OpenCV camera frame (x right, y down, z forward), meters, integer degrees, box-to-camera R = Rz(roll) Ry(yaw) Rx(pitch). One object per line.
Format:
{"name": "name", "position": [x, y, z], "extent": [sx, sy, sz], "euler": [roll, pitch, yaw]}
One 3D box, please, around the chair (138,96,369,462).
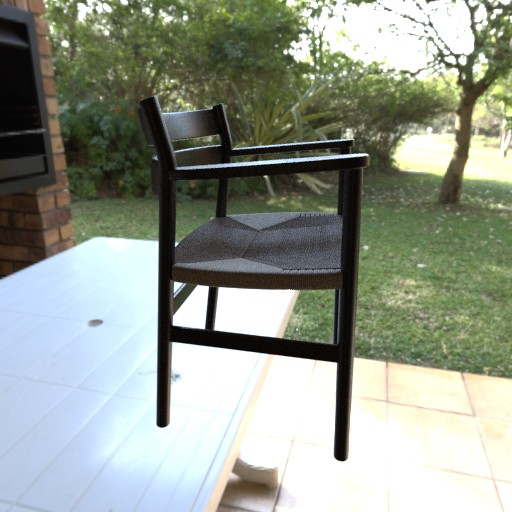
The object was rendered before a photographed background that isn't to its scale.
{"name": "chair", "position": [0.000, 0.000, 1.168], "extent": [0.508, 0.775, 0.630], "euler": [3, 18, 9]}
